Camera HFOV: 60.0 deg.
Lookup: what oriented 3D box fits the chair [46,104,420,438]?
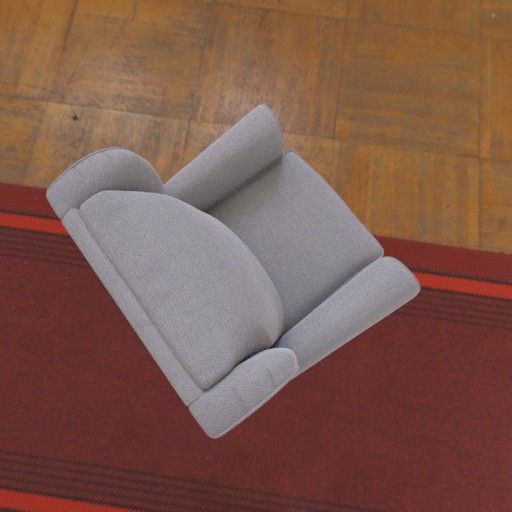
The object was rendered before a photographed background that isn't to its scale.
[{"bbox_3d":[0.000,0.000,1.602,0.854,0.966,0.906,-36,78,-9],"label":"chair"}]
